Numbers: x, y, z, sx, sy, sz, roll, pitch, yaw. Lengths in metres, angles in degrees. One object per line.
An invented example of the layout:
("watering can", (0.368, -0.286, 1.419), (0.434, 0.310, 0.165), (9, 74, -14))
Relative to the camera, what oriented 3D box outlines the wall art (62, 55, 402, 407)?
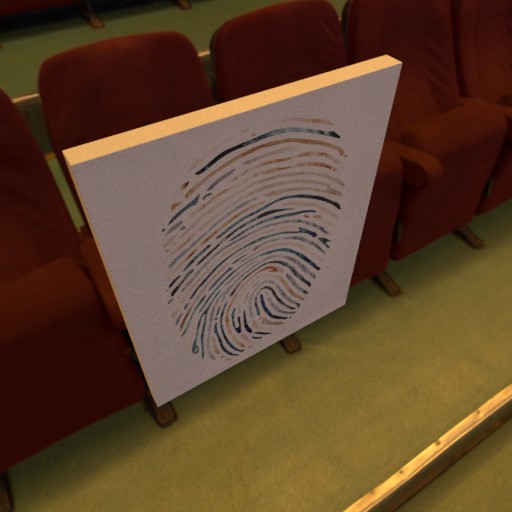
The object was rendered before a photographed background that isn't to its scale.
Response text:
("wall art", (0.000, 0.000, 0.814), (0.508, 0.606, 0.037), (-25, 51, -22))
